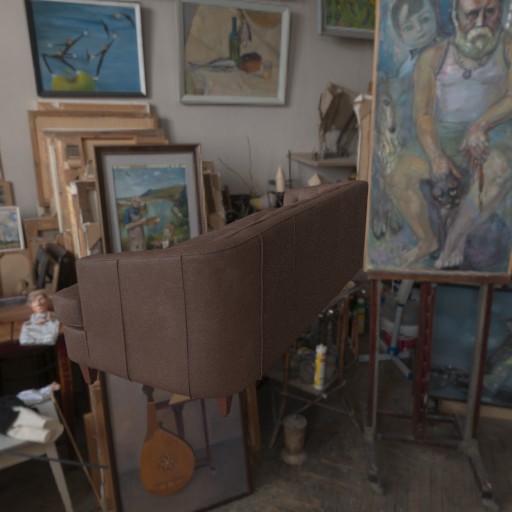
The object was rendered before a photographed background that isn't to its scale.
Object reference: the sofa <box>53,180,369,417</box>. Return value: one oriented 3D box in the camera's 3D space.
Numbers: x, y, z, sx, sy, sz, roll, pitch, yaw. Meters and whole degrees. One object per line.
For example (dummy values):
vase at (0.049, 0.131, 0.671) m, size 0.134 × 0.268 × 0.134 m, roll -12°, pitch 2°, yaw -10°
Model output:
sofa at (0.000, 0.000, 2.691) m, size 0.927 × 0.787 × 2.227 m, roll 8°, pitch 19°, yaw 26°
